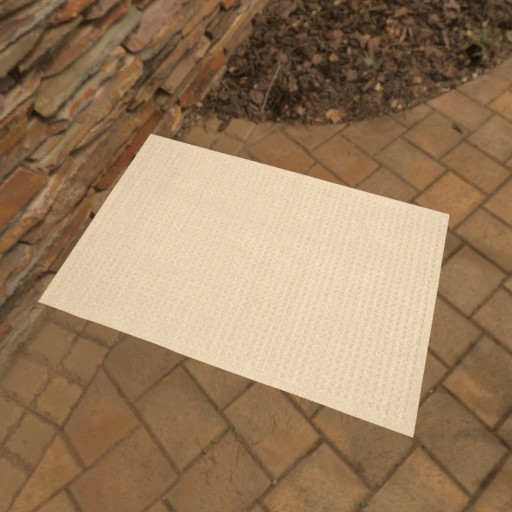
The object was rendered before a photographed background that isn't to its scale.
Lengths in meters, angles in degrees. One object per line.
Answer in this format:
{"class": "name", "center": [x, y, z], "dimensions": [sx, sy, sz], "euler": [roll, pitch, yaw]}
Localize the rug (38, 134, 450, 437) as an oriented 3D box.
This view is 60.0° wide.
{"class": "rug", "center": [0.000, 0.000, 2.878], "dimensions": [2.289, 0.006, 1.523], "euler": [17, 61, 10]}
